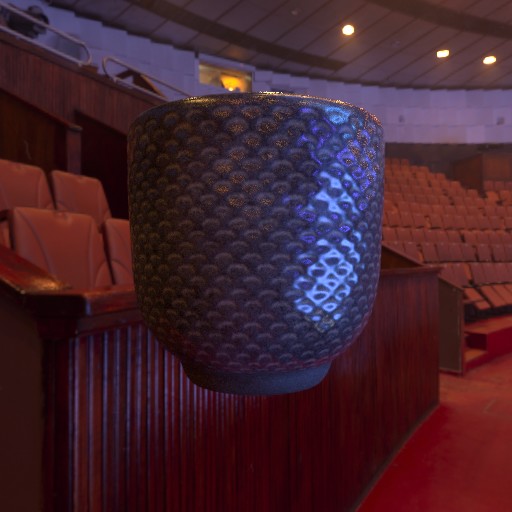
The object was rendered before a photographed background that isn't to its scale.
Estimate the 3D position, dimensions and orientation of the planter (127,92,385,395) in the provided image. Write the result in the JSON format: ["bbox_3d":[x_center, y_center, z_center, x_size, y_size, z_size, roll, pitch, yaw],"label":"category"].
[{"bbox_3d":[0.000,0.000,0.352,0.197,0.191,0.197,0,0,0],"label":"planter"}]
